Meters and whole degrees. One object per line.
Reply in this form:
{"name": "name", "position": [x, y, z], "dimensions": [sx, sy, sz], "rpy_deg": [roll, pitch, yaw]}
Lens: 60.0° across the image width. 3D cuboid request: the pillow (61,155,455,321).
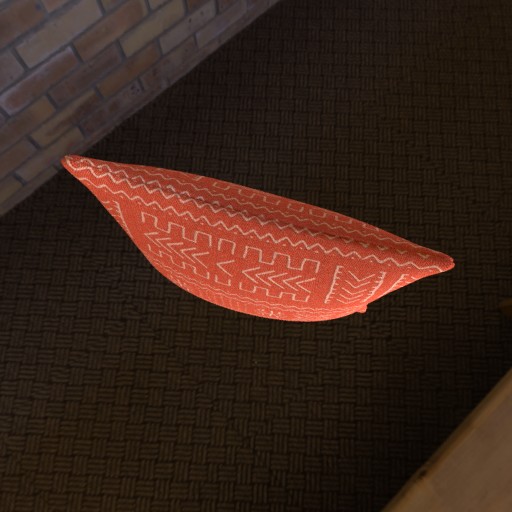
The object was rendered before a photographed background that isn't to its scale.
{"name": "pillow", "position": [0.000, 0.000, 0.668], "dimensions": [0.438, 0.429, 0.164], "rpy_deg": [15, 77, 4]}
